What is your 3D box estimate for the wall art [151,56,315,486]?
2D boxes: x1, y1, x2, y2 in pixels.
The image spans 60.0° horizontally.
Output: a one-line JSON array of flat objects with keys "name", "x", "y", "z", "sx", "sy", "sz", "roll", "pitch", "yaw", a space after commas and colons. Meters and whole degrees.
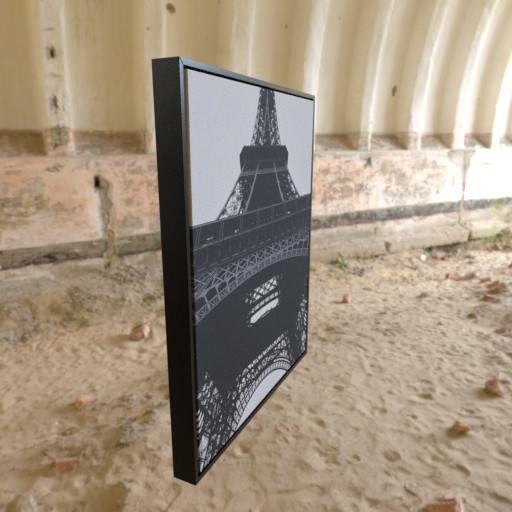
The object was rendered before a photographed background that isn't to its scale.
[{"name": "wall art", "x": 0.000, "y": 0.000, "z": 0.752, "sx": 0.039, "sy": 0.553, "sz": 0.451, "roll": 7, "pitch": 16, "yaw": 25}]
